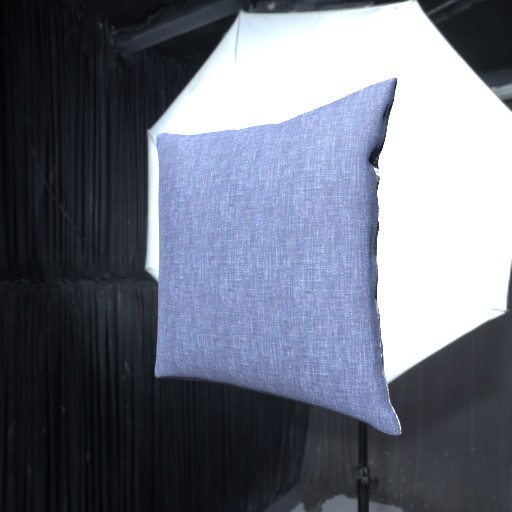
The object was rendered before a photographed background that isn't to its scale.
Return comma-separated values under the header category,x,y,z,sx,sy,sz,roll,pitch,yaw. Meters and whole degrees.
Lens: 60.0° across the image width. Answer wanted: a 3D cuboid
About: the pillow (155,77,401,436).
category,x,y,z,sx,sy,sz,roll,pitch,yaw
pillow,0.000,0.000,0.778,0.510,0.510,0.145,0,0,36
